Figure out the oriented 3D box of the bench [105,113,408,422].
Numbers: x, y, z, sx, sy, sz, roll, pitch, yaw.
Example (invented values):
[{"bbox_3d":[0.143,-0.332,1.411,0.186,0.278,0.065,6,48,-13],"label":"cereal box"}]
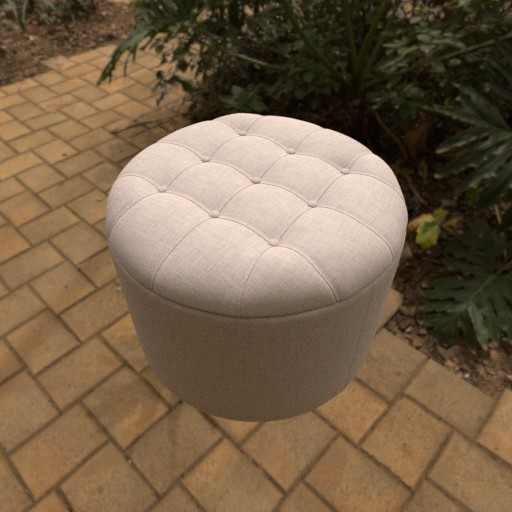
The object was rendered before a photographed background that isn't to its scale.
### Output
[{"bbox_3d":[0.000,0.000,1.010,0.600,0.453,0.600,0,45,0],"label":"bench"}]
